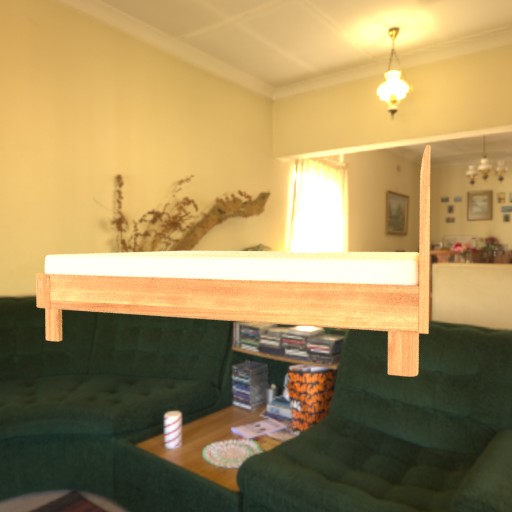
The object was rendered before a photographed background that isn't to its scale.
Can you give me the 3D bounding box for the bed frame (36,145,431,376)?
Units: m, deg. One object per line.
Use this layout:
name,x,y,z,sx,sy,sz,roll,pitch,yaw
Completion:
bed frame,0.000,0.000,2.900,2.092,0.940,1.660,1,2,21
